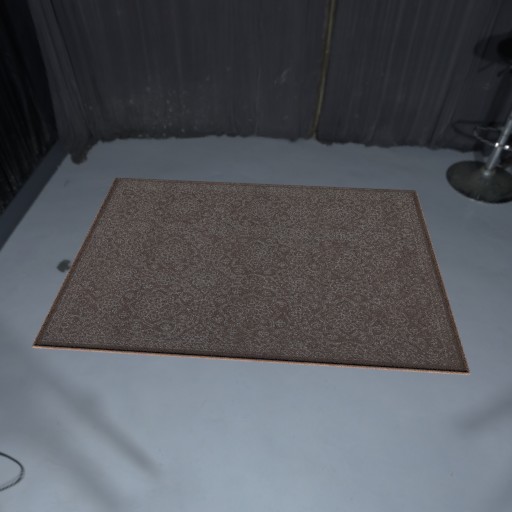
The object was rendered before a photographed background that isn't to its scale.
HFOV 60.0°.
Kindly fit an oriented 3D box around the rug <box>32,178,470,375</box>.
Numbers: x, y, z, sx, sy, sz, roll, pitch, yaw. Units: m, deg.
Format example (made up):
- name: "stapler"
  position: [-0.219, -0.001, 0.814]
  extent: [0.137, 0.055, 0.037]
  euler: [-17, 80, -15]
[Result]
- name: "rug"
  position: [0.000, 0.000, 2.827]
  extent: [2.286, 0.011, 1.524]
  euler: [3, 46, 3]
